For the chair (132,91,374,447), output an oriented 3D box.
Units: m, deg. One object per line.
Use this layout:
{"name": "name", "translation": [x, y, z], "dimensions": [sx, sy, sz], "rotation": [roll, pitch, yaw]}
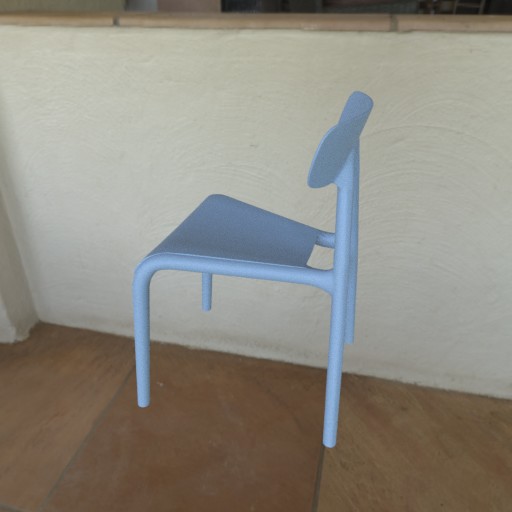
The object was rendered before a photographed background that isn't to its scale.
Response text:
{"name": "chair", "translation": [0.000, 0.000, 0.852], "dimensions": [0.401, 0.580, 0.356], "rotation": [9, 31, 15]}
